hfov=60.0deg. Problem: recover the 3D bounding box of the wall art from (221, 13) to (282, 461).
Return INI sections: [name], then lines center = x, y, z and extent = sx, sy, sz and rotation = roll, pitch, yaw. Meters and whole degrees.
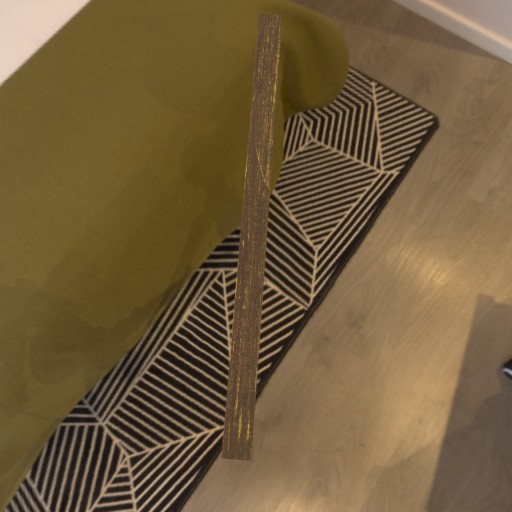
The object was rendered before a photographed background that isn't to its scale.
[wall art]
center = 0.000, 0.000, 0.750
extent = 0.032, 0.457, 0.558
rotation = 4, 75, 1
